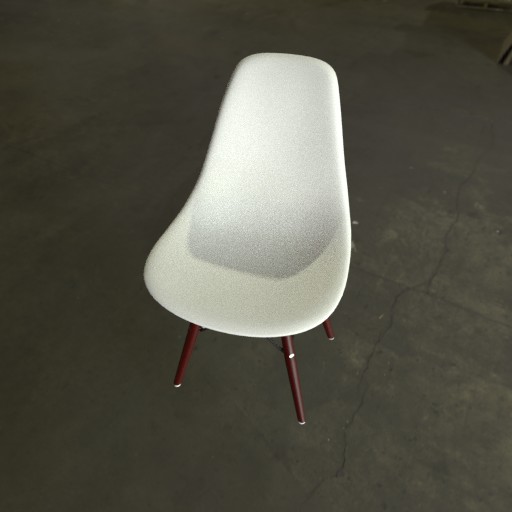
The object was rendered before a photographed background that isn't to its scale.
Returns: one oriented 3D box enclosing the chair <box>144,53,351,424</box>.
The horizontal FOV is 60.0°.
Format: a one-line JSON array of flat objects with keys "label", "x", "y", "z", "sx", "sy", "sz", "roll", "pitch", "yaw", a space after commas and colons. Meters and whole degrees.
[{"label": "chair", "x": 0.000, "y": 0.000, "z": 1.129, "sx": 0.470, "sy": 0.826, "sz": 0.533, "roll": 12, "pitch": 43, "yaw": 13}]
